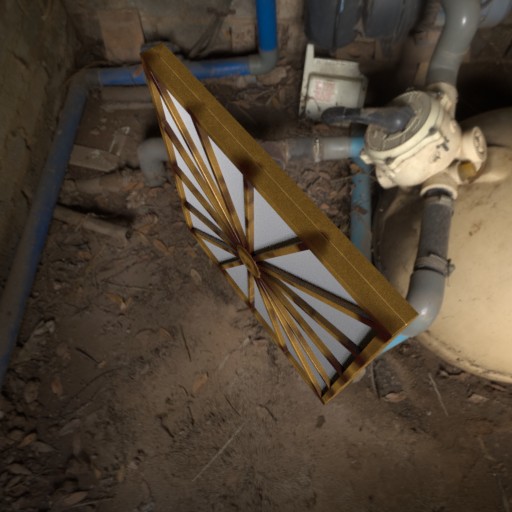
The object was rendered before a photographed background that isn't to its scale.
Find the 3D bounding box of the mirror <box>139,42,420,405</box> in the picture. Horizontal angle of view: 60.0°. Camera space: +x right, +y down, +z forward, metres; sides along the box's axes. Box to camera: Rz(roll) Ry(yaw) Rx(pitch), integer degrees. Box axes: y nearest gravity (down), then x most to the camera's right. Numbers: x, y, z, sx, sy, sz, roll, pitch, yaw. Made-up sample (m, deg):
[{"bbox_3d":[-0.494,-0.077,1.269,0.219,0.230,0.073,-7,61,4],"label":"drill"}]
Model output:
[{"bbox_3d":[0.000,0.000,0.767,0.042,0.507,0.509,-34,69,-15],"label":"mirror"}]
